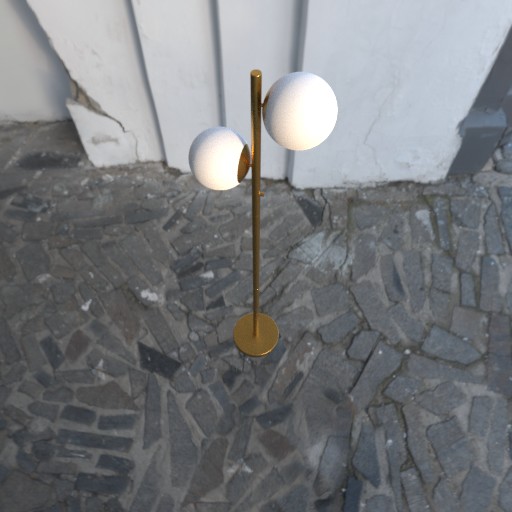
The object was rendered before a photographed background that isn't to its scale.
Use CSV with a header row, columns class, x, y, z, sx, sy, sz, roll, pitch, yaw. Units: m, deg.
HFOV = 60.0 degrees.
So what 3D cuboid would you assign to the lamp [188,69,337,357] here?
class,x,y,z,sx,sy,sz,roll,pitch,yaw
lamp,0.000,0.000,1.753,0.419,1.641,0.249,13,58,9
